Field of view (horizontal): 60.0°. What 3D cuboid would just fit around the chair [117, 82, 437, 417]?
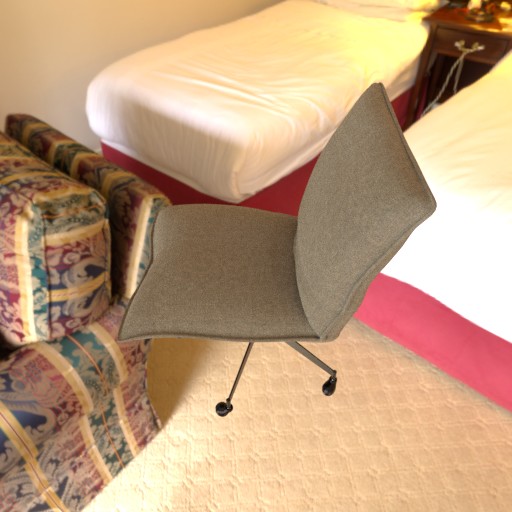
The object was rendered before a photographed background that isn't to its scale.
[{"bbox_3d":[0.000,0.000,1.279,0.696,0.811,0.597,2,43,2],"label":"chair"}]
